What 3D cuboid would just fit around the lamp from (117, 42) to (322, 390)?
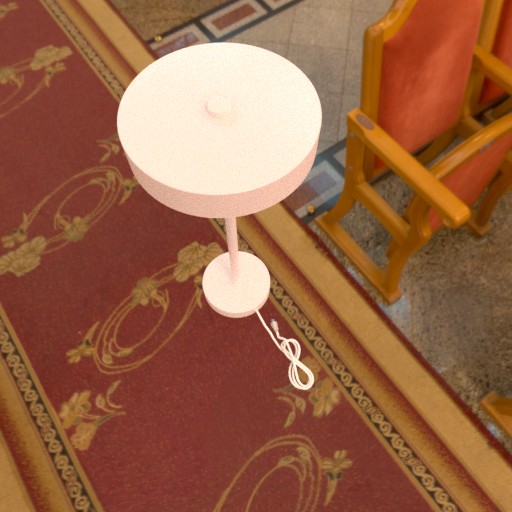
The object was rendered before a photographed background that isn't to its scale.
[{"bbox_3d":[0.000,0.000,0.689,0.229,0.508,0.369,-32,67,-15],"label":"lamp"}]
